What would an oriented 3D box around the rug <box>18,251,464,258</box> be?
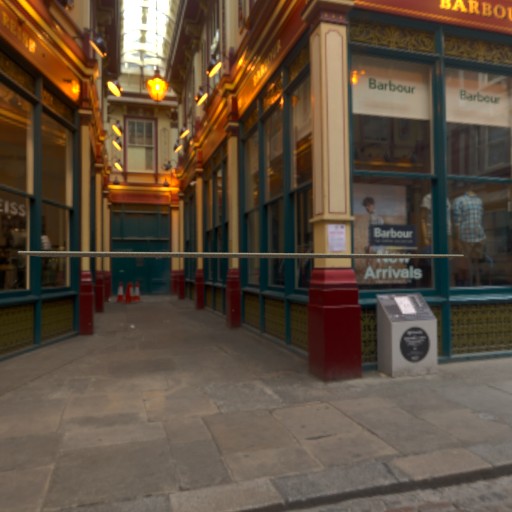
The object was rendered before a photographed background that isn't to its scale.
[{"bbox_3d":[0.000,0.000,2.512,2.297,0.013,0.661,0,-1,-18],"label":"rug"}]
